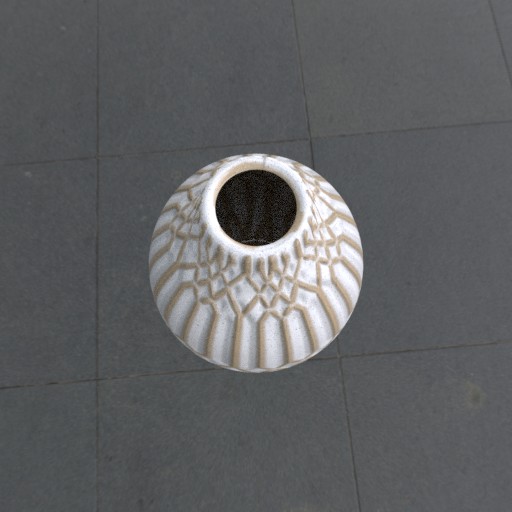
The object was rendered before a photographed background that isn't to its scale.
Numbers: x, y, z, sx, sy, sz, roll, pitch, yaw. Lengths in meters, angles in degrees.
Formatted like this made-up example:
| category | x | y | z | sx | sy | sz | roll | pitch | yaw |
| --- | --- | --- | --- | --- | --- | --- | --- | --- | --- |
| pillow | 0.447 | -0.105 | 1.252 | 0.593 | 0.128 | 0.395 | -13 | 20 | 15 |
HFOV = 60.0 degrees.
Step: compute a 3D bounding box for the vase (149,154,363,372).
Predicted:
| category | x | y | z | sx | sy | sz | roll | pitch | yaw |
| --- | --- | --- | --- | --- | --- | --- | --- | --- | --- |
| vase | 0.000 | 0.000 | 0.313 | 0.159 | 0.200 | 0.159 | 0 | 75 | 0 |
